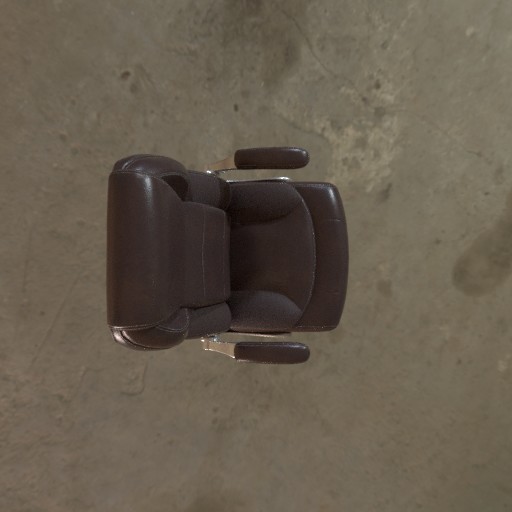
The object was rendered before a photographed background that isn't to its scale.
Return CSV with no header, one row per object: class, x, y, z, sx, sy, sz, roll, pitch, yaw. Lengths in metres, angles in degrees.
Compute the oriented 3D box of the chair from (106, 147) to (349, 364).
chair,0.000,0.000,1.628,0.774,1.160,0.733,0,89,-1
